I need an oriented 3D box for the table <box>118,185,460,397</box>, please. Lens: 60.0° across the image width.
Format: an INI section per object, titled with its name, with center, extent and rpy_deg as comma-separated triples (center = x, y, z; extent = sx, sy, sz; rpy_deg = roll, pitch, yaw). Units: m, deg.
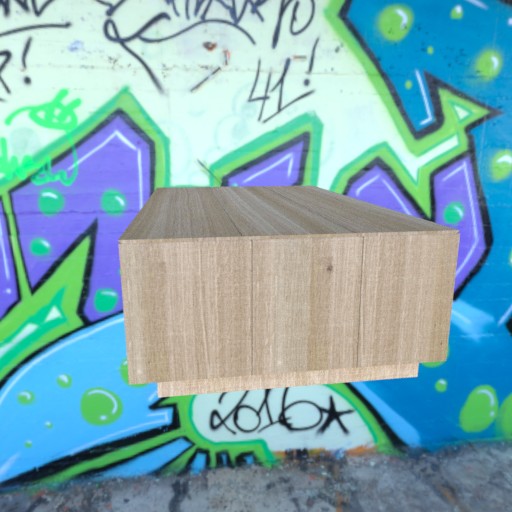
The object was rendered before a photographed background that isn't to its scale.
[table]
center = 0.000, 0.000, 1.432
extent = 0.678, 0.353, 1.110
rpy_deg = -2, 14, -8
